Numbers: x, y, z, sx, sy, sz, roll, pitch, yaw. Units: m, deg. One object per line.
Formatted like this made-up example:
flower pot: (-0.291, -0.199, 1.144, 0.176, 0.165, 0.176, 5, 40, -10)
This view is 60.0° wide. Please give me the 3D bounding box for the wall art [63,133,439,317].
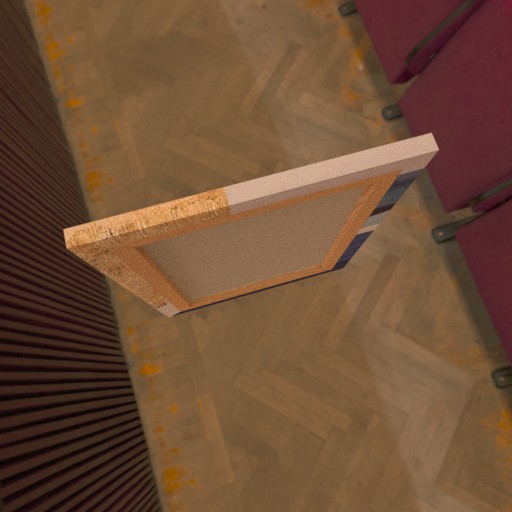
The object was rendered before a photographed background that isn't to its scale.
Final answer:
wall art: (0.000, 0.000, 0.824, 0.458, 0.613, 0.026, -16, 75, -4)
